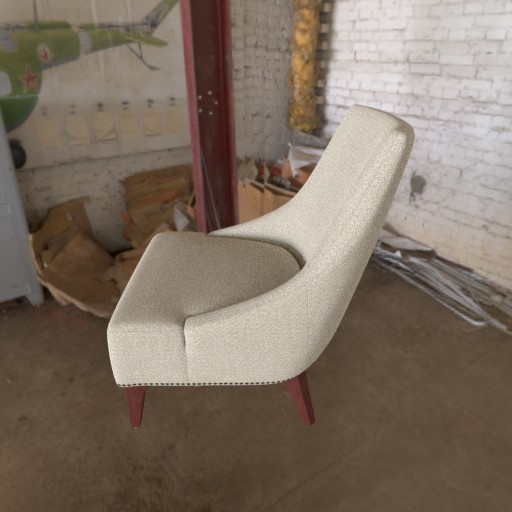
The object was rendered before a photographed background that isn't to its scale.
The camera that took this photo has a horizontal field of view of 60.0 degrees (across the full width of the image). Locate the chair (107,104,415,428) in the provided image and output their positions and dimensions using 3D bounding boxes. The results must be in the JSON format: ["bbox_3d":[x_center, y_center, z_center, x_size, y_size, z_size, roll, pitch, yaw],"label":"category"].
[{"bbox_3d":[0.000,0.000,1.485,0.861,0.909,0.701,0,26,0],"label":"chair"}]
